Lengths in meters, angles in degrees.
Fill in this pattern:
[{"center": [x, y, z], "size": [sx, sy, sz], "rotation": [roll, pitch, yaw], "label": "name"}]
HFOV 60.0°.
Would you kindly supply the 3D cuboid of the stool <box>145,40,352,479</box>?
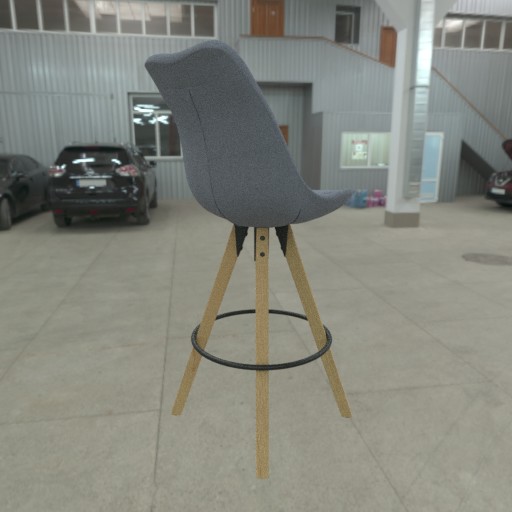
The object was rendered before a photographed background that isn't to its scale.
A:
[{"center": [0.000, 0.000, 1.365], "size": [0.550, 1.115, 0.485], "rotation": [-13, 19, -43], "label": "stool"}]
